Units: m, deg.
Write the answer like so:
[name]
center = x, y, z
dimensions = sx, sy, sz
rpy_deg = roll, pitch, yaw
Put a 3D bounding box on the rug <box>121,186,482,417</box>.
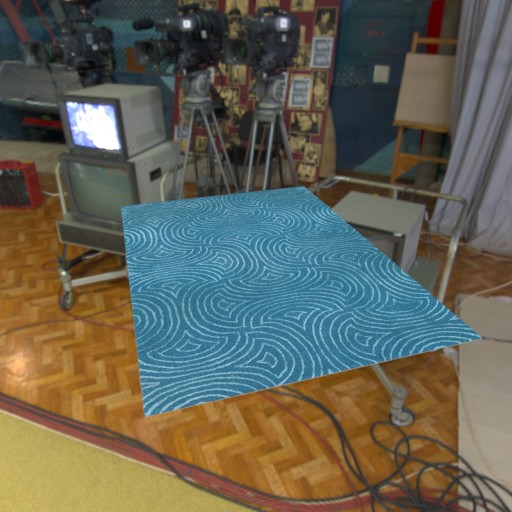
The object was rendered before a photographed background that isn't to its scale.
[rug]
center = 0.000, 0.000, 2.765
dimensions = 1.543, 0.015, 2.144
rpy_deg = -9, 30, -15
